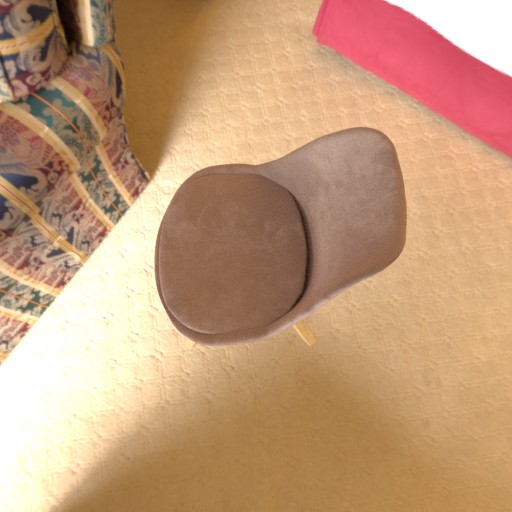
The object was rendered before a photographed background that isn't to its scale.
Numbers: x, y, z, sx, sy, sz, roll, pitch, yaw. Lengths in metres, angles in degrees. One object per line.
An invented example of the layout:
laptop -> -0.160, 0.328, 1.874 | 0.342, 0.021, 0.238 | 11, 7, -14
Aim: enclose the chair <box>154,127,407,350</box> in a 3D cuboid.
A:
chair -> 0.000, 0.000, 1.204 | 0.550, 0.850, 0.485 | -2, 74, -1
